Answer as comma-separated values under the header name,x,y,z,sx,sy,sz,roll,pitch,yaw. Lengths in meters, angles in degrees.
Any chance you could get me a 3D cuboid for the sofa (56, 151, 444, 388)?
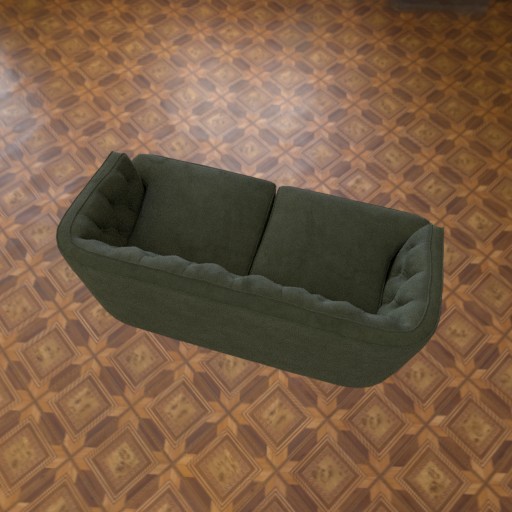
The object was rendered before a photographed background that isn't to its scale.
name,x,y,z,sx,sy,sz,roll,pitch,yaw
sofa,0.000,0.000,2.318,1.733,0.855,0.941,14,63,8
